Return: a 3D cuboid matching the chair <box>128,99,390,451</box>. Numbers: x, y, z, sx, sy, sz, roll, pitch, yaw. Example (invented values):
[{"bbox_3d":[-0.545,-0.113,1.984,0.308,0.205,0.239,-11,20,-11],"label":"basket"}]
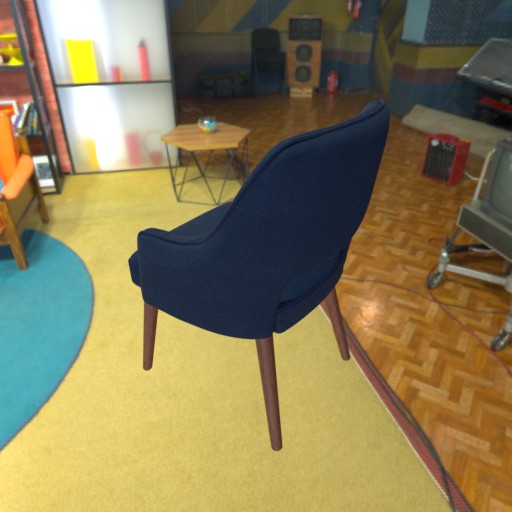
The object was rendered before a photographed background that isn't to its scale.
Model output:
[{"bbox_3d":[0.000,0.000,1.231,0.591,0.844,0.559,21,37,30],"label":"chair"}]
